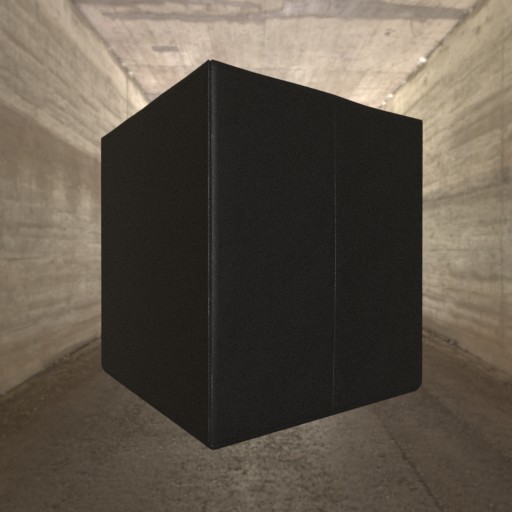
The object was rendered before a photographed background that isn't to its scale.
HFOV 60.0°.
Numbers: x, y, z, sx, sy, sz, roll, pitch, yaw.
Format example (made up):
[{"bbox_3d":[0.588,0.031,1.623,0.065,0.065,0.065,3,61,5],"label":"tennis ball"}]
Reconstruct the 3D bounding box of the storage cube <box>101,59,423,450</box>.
[{"bbox_3d":[0.000,0.000,0.496,0.270,0.280,0.270,0,0,-35],"label":"storage cube"}]
